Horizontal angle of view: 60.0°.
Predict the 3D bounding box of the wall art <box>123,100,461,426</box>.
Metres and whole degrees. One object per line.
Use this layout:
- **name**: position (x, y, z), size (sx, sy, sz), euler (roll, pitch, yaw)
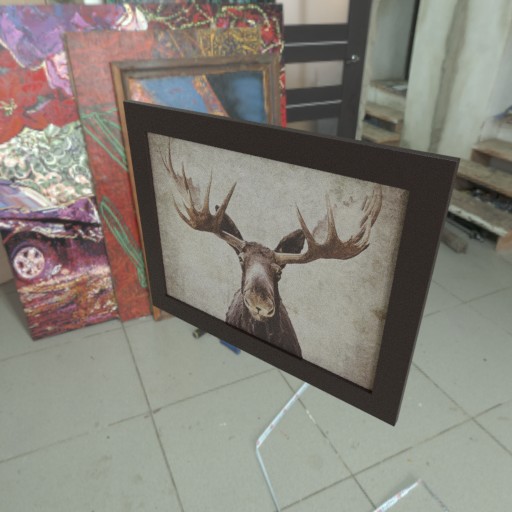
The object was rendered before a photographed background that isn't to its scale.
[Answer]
- **wall art**: position (0.000, 0.000, 1.616), size (1.207, 0.952, 0.034), euler (20, 36, 30)
